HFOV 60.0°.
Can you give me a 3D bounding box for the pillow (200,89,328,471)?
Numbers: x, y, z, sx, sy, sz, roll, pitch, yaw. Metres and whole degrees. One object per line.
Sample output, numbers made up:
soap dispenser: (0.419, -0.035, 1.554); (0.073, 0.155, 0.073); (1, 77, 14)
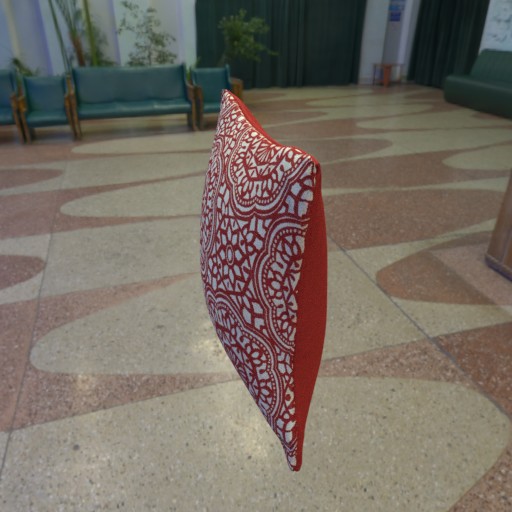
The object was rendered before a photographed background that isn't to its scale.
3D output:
pillow: (0.000, 0.000, 0.666); (0.162, 0.419, 0.438); (-7, 30, -12)
